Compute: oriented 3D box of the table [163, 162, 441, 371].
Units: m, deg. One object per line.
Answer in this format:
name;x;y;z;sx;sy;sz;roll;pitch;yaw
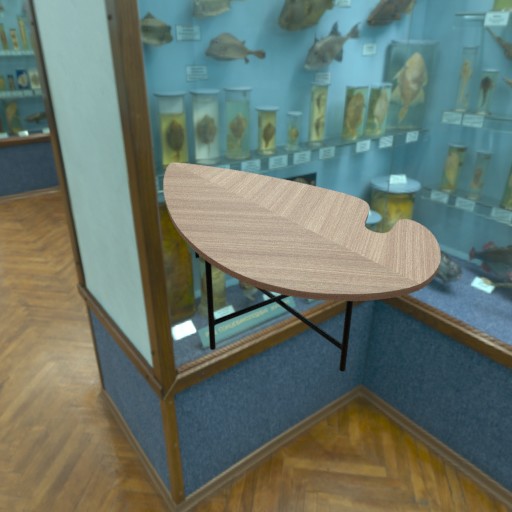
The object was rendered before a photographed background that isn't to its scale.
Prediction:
table;0.000;0.000;1.449;0.598;0.360;1.199;-17;31;-31
